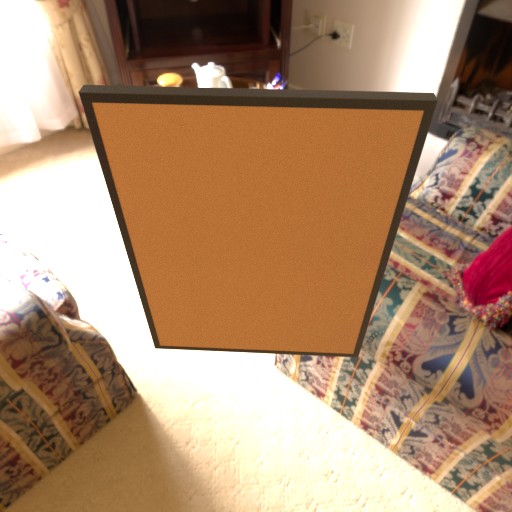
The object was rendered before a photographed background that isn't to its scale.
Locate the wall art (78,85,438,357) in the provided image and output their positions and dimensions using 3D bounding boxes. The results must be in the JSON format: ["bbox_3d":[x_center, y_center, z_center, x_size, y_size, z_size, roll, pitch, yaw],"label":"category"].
[{"bbox_3d":[0.000,0.000,1.383,0.804,1.061,0.039,2,46,2],"label":"wall art"}]
